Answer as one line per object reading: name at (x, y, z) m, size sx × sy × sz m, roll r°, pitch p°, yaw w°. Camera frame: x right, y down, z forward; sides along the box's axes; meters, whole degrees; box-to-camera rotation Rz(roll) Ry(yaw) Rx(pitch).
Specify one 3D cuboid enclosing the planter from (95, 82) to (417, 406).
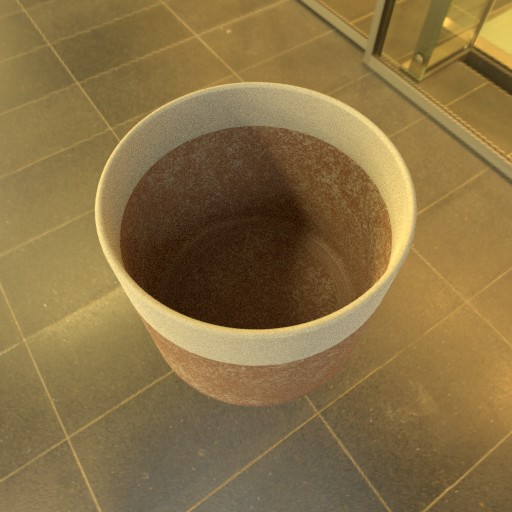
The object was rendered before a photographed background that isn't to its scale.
planter at (0.000, 0.000, 0.280) m, size 0.159 × 0.138 × 0.159 m, roll 0°, pitch 60°, yaw 0°
